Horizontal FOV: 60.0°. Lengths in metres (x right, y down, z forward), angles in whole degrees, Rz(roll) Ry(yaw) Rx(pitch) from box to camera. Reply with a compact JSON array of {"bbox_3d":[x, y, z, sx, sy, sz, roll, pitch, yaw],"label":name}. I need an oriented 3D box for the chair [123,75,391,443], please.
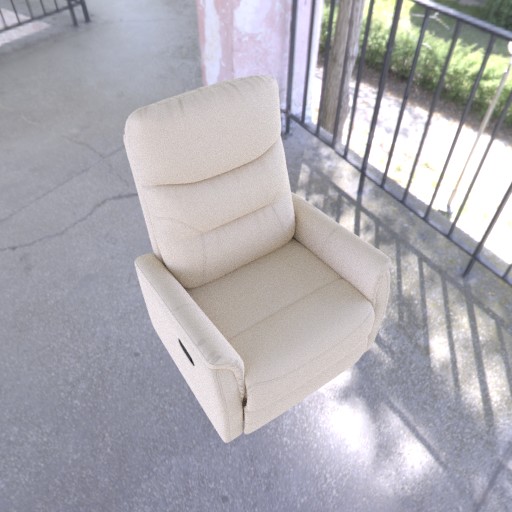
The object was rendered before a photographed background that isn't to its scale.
[{"bbox_3d":[0.000,0.000,1.659,0.775,1.082,0.831,-26,52,-22],"label":"chair"}]
